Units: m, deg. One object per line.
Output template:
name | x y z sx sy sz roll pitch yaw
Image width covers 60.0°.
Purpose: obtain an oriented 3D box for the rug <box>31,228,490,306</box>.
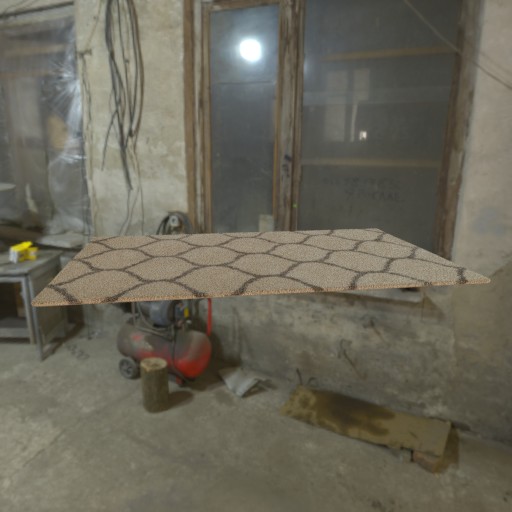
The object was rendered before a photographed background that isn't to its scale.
rug | 0.000 0.000 2.933 2.348 0.024 1.501 -2 14 -9
